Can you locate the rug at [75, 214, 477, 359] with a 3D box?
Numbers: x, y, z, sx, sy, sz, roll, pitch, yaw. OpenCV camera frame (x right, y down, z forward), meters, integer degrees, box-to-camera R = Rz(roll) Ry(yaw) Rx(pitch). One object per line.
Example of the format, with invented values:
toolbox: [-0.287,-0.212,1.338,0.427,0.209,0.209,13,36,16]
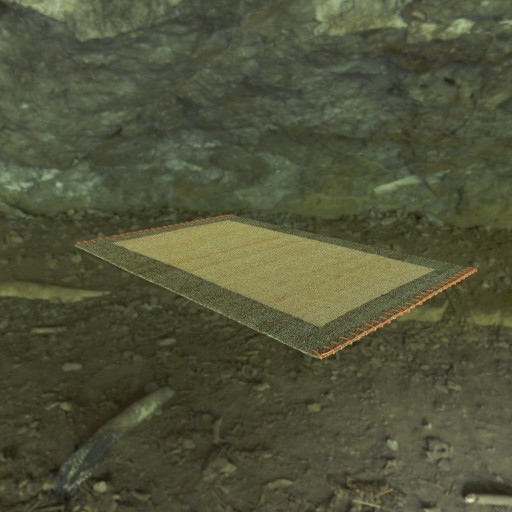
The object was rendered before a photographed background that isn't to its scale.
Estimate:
rug: [0.000,0.000,2.360,1.220,0.019,1.838,-16,23,-42]
